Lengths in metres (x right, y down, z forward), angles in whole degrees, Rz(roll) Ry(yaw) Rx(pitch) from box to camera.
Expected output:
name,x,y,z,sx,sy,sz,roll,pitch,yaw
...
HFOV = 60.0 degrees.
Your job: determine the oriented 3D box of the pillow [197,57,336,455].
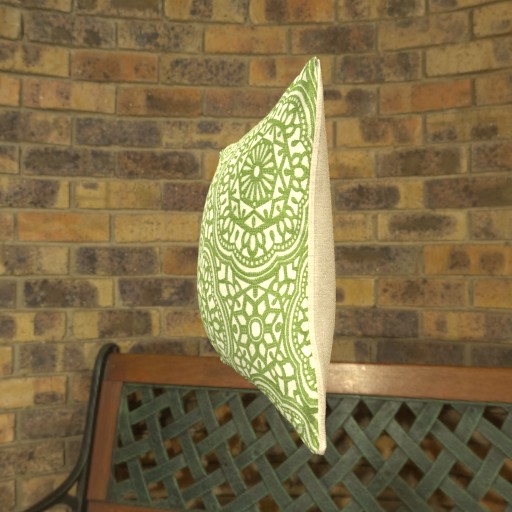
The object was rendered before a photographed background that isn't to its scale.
name,x,y,z,sx,sy,sz,roll,pitch,yaw
pillow,0.000,0.000,0.669,0.162,0.419,0.440,0,0,-18
